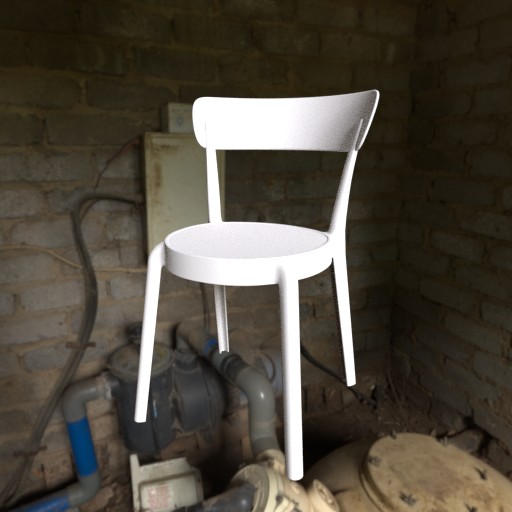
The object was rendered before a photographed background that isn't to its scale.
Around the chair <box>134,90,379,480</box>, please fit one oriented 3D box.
[{"bbox_3d":[0.000,0.000,1.115,0.506,0.790,0.491,8,17,26],"label":"chair"}]
